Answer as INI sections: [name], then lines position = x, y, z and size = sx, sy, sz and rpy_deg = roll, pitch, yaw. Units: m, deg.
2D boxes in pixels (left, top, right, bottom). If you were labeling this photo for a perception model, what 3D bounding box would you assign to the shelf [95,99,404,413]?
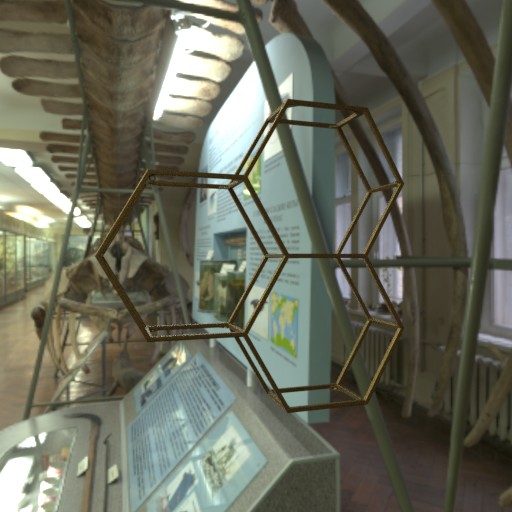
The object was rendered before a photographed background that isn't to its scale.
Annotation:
[shelf]
position = 0.000, 0.000, 1.044
size = 0.708, 0.701, 0.150
rpy_deg = 0, 0, -17
